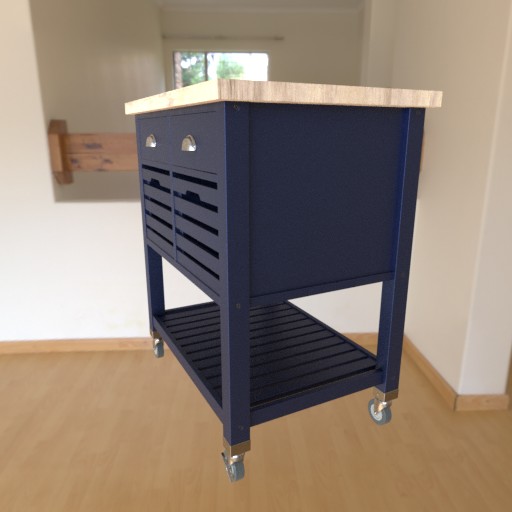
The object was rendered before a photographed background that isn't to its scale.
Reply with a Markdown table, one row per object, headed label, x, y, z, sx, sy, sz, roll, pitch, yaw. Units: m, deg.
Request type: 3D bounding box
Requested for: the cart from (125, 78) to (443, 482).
| label | x | y | z | sx | sy | sz | roll | pitch | yaw |
| --- | --- | --- | --- | --- | --- | --- | --- | --- | --- |
| cart | 0.000 | 0.000 | 1.371 | 0.567 | 0.920 | 0.797 | -8 | 17 | -26 |
